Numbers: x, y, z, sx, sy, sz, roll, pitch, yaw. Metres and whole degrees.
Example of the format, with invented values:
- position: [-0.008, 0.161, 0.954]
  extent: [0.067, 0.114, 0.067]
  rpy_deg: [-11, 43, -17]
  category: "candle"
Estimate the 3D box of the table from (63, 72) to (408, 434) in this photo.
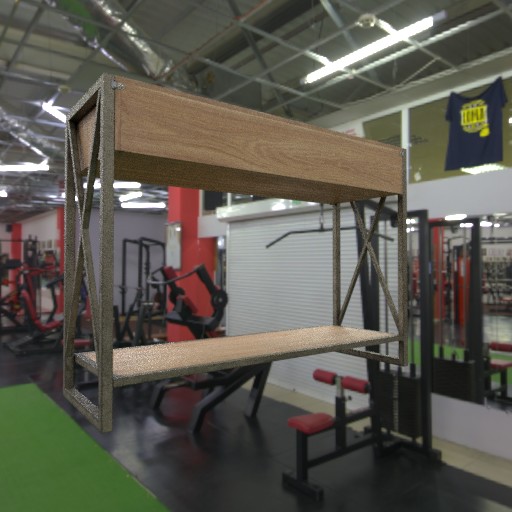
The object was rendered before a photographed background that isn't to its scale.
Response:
- position: [0.000, 0.000, 1.389]
  extent: [1.059, 0.763, 0.361]
  rpy_deg: [1, -1, -36]
  category: "table"
